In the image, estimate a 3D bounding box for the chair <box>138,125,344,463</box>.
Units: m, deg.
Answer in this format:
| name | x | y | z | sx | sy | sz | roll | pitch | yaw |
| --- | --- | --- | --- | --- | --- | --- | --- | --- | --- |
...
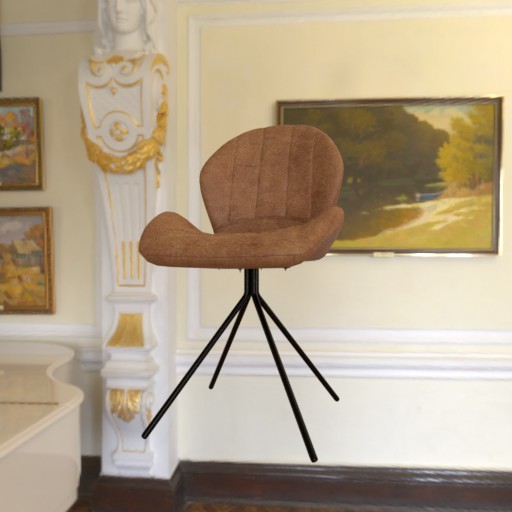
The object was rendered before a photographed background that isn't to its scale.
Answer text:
| name | x | y | z | sx | sy | sz | roll | pitch | yaw |
| --- | --- | --- | --- | --- | --- | --- | --- | --- | --- |
| chair | 0.000 | 0.000 | 1.308 | 0.527 | 0.929 | 0.640 | 0 | 0 | 17 |
